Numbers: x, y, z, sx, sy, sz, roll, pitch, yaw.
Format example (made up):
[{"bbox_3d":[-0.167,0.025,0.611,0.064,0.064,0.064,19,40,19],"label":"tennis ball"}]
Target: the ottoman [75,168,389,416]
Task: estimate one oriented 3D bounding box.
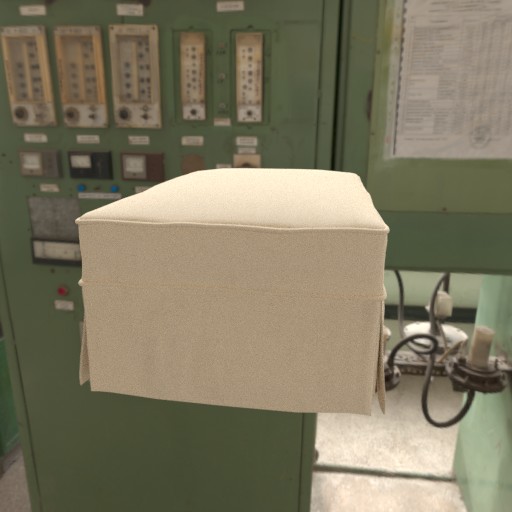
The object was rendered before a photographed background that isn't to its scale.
[{"bbox_3d":[0.000,0.000,1.340,0.703,0.479,0.944,2,17,8],"label":"ottoman"}]
